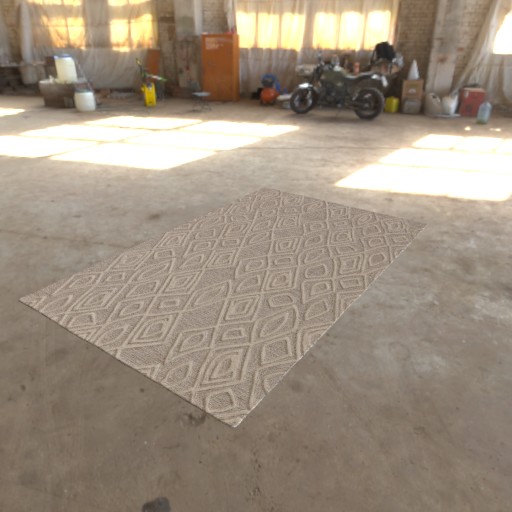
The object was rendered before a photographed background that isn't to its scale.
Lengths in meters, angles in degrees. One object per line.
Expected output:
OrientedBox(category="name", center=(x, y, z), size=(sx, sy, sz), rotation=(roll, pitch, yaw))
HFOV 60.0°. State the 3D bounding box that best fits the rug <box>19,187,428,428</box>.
OrientedBox(category="rug", center=(0.000, 0.000, 2.958), size=(1.546, 0.010, 2.442), rotation=(18, 32, 31))
